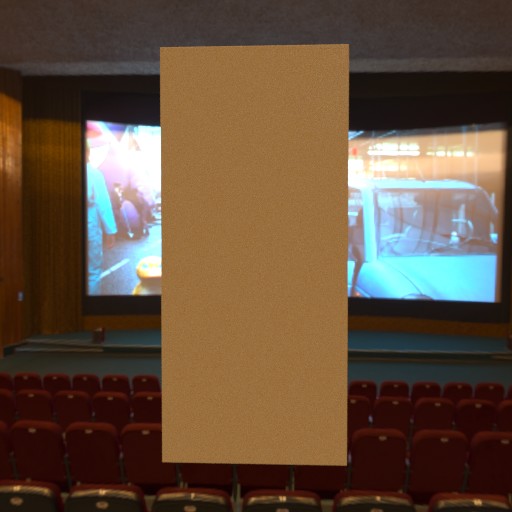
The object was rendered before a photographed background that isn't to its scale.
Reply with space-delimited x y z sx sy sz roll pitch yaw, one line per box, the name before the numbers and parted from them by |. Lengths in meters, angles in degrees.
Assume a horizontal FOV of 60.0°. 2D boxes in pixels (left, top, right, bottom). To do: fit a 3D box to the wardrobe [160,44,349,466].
wardrobe | 0.000 0.000 2.036 0.760 1.700 0.470 0 1 2
